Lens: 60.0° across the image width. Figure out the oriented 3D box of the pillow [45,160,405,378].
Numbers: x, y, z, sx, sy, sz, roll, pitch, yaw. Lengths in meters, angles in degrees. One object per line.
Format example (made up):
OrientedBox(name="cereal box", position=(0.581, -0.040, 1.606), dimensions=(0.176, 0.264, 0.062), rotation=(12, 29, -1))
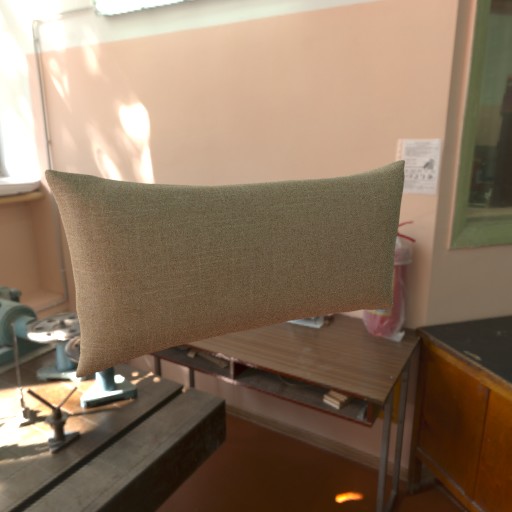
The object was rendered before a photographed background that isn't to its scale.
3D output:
OrientedBox(name="pillow", position=(0.000, 0.000, 1.044), dimensions=(0.859, 0.429, 0.197), rotation=(-7, 16, -25))
